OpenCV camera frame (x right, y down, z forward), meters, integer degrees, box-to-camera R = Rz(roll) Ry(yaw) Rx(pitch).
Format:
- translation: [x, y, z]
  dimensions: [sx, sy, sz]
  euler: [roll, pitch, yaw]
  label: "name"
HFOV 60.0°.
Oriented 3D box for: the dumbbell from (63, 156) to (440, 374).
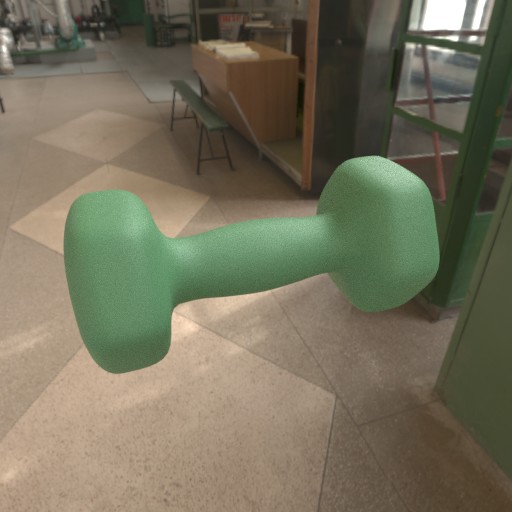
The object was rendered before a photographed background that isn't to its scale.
- translation: [0.000, 0.000, 0.327]
  dimensions: [0.257, 0.114, 0.126]
  euler: [-10, 34, -15]
  label: "dumbbell"
